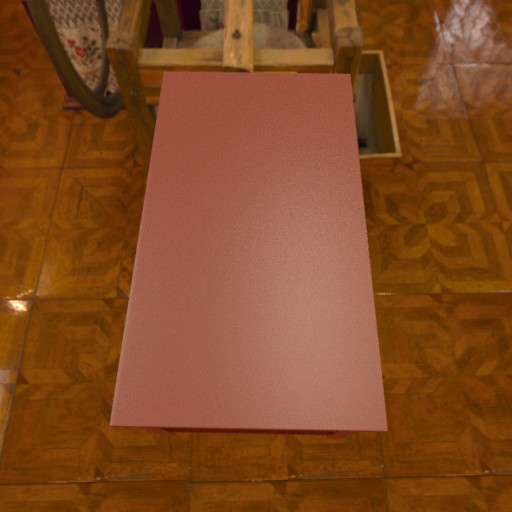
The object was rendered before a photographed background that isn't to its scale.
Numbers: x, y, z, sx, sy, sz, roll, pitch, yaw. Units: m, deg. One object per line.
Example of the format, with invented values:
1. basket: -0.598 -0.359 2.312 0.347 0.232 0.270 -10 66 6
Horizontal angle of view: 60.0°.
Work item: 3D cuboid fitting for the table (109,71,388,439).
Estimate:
1. table: 0.000 0.000 1.407 0.612 0.493 1.068 1 64 0
